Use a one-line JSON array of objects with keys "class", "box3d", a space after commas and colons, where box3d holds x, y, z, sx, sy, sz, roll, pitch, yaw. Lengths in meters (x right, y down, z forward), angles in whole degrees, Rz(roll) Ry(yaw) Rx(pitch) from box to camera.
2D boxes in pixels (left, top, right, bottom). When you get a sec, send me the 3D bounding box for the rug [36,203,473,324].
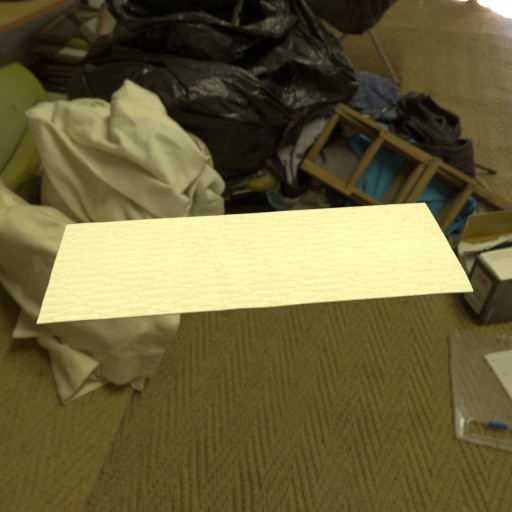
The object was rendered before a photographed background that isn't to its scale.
[{"class": "rug", "box3d": [0.000, 0.000, 2.730, 2.450, 0.014, 0.793, -4, 47, -4]}]
